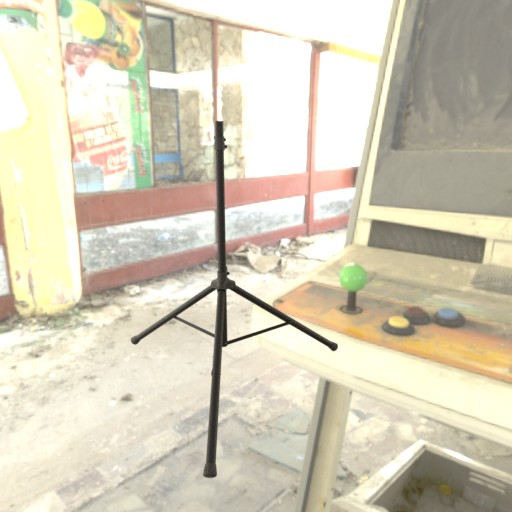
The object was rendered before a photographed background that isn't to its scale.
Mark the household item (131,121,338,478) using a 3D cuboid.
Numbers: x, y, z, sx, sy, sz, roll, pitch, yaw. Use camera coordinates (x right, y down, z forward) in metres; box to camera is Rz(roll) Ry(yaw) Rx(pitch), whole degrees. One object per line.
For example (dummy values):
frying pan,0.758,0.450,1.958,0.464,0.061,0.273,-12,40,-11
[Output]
household item,0.000,0.000,2.747,1.339,1.595,1.596,-7,17,-25
